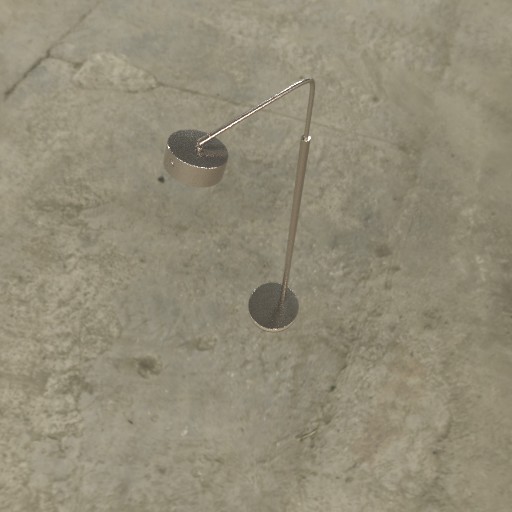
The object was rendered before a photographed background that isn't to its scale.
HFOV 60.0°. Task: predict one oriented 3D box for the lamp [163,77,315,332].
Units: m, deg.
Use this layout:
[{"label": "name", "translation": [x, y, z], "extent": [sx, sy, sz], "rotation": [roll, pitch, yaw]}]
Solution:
[{"label": "lamp", "translation": [0.000, 0.000, 1.405], "extent": [0.421, 1.250, 0.222], "rotation": [-36, 68, -17]}]
